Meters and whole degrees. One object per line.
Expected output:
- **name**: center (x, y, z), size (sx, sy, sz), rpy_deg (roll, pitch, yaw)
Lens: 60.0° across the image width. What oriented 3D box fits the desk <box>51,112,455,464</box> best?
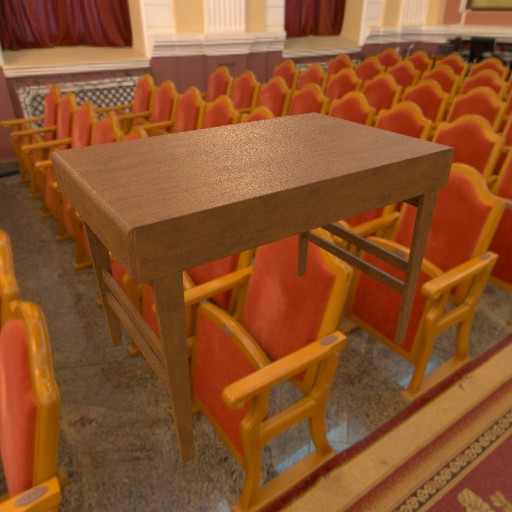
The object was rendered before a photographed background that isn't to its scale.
- **desk**: center (0.000, 0.000, 1.550), size (1.066, 0.754, 0.660), rpy_deg (-18, 34, -29)
